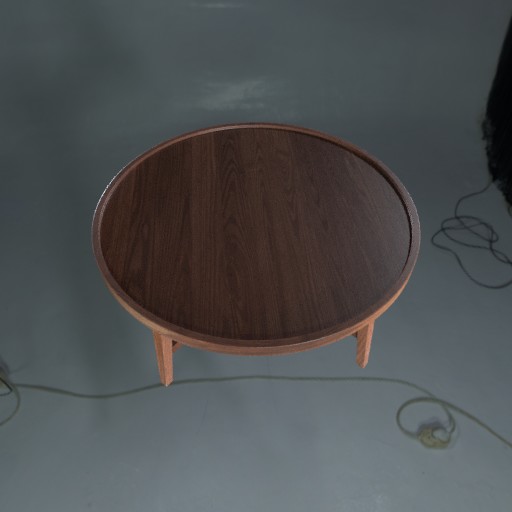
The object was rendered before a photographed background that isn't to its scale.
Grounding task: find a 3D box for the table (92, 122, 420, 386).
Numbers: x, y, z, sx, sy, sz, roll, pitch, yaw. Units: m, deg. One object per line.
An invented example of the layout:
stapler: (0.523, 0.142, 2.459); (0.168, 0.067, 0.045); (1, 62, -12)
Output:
table: (0.000, 0.000, 1.243); (0.800, 0.360, 0.800); (0, 48, 0)
